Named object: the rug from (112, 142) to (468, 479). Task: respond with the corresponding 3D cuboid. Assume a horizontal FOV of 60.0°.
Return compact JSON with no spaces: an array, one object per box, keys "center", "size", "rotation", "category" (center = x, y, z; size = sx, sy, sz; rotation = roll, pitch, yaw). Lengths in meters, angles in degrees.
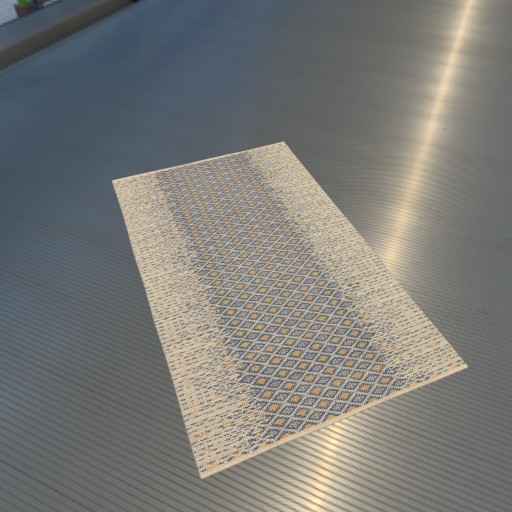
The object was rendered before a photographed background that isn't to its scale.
[{"center":[0.000,0.000,3.027],"size":[1.541,0.008,2.448],"rotation":[-16,49,-15],"category":"rug"}]
